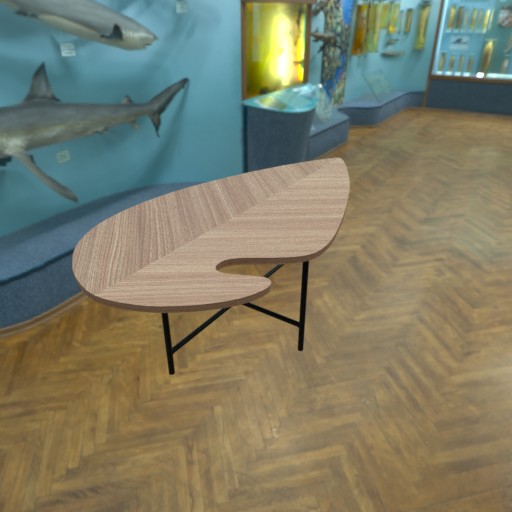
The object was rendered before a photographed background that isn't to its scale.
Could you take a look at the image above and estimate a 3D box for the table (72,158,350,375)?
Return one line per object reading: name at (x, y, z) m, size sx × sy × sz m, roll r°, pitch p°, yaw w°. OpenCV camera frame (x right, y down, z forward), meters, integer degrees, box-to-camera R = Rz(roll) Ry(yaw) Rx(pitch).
table at (0.000, 0.000, 1.443) m, size 0.598 × 0.360 × 1.199 m, roll 18°, pitch 34°, yaw 29°
